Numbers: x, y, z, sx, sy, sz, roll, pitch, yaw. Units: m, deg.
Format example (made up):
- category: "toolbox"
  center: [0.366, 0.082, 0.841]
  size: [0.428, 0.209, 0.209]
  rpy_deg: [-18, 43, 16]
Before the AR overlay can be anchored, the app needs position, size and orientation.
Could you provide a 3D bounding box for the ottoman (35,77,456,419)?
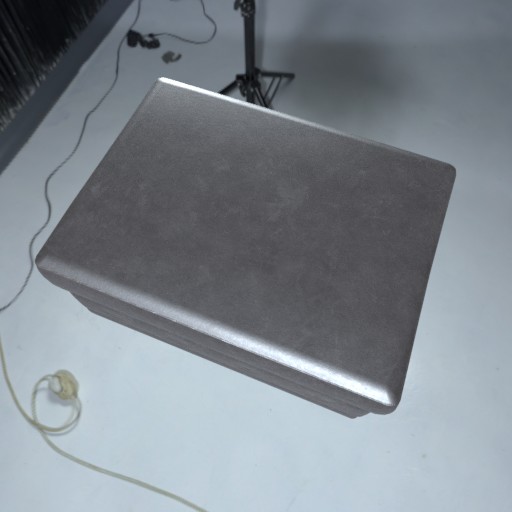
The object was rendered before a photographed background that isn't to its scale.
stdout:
- category: "ottoman"
  center: [0.000, 0.000, 1.168]
  size: [0.795, 0.498, 0.590]
  rpy_deg: [20, 66, 9]
